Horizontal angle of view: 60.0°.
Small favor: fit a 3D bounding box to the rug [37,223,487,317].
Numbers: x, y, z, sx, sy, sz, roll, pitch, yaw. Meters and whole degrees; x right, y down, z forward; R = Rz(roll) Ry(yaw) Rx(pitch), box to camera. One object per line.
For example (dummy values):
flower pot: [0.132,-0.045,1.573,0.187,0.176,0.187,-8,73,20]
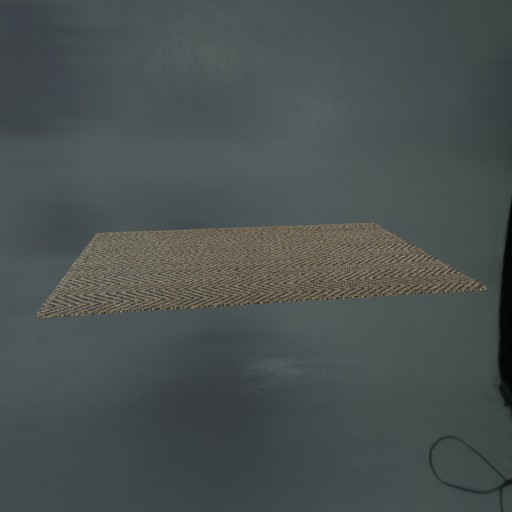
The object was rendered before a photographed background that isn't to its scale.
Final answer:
rug: [0.000,0.000,2.325,1.828,0.008,1.219,-3,18,-8]
